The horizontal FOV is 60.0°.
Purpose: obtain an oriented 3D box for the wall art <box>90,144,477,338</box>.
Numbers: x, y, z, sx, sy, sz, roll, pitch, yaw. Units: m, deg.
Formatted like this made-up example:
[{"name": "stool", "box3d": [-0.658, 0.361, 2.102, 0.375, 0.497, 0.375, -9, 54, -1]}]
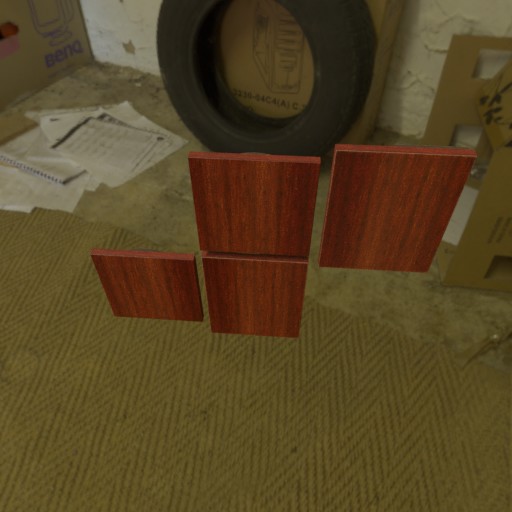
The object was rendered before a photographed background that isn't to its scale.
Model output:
[{"name": "wall art", "box3d": [0.000, 0.000, 0.838, 0.635, 0.497, 0.030, 3, 47, 3]}]
